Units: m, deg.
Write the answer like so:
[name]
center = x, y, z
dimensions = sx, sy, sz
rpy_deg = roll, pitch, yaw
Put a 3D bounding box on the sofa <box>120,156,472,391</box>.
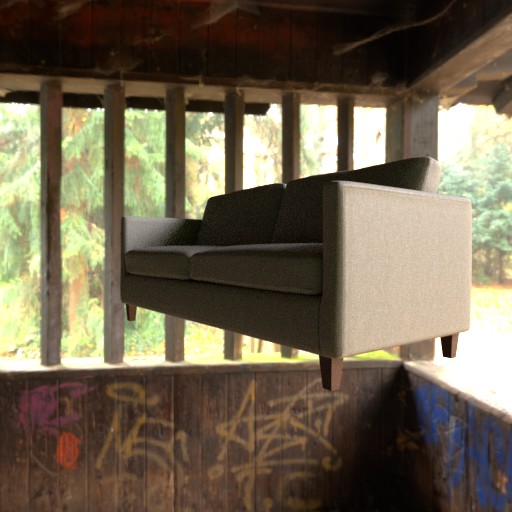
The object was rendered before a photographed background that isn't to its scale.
[sofa]
center = 0.000, 0.000, 2.694
dimensions = 0.956, 0.963, 2.208
rpy_deg = -1, 1, -37
